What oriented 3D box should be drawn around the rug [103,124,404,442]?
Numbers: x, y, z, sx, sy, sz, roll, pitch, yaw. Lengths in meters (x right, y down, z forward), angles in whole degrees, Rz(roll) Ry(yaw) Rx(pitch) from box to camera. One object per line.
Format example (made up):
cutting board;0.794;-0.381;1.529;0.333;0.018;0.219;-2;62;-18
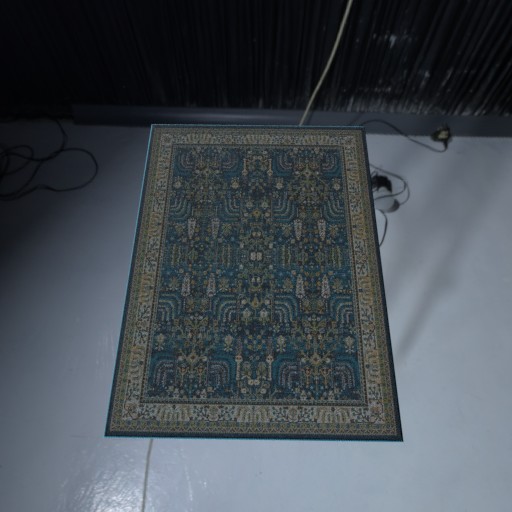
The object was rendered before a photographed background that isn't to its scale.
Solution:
rug;0.000;0.000;3.959;2.226;0.015;3.044;1;64;0
